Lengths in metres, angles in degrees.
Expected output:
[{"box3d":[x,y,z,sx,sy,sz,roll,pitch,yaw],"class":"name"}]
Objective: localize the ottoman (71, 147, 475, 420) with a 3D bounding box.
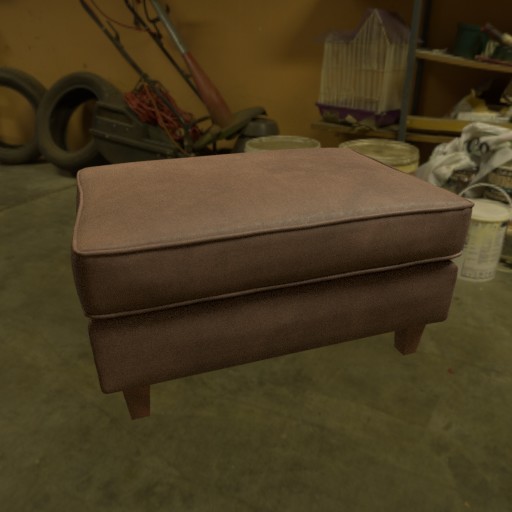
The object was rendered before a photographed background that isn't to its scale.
[{"box3d":[0.000,0.000,1.181,0.860,0.481,0.596,-8,27,-17],"class":"ottoman"}]
